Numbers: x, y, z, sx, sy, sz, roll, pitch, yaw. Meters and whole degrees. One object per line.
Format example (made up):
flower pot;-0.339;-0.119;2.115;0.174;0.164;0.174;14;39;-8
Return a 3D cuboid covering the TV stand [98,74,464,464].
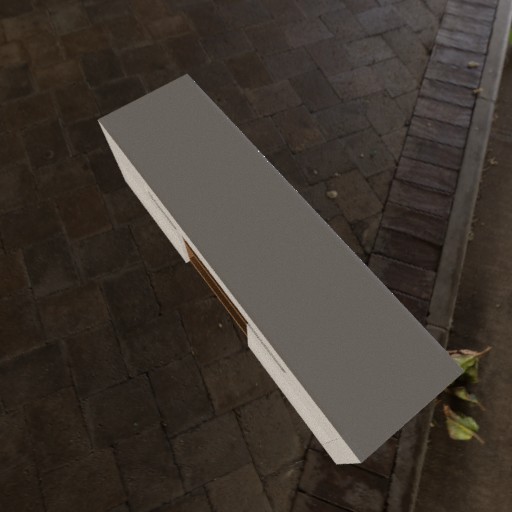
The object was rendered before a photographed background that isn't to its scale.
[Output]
TV stand;0.000;0.000;1.707;0.410;0.440;1.500;-34;69;-15
